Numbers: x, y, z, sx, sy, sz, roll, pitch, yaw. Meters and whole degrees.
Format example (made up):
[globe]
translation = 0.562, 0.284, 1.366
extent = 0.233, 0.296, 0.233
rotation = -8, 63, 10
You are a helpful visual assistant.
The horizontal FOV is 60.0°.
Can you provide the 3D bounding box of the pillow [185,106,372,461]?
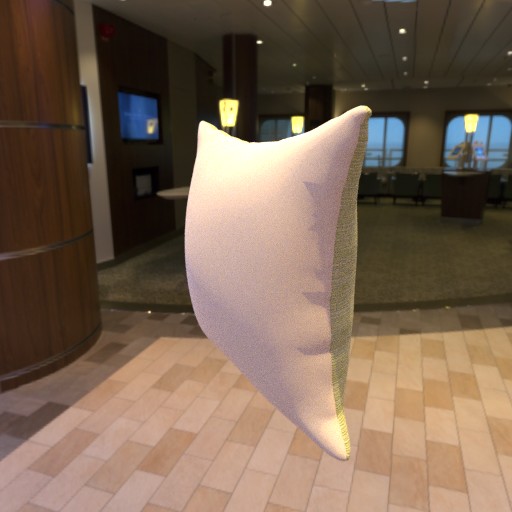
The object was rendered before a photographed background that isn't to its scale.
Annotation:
[pillow]
translation = 0.000, 0.000, 0.802
extent = 0.229, 0.487, 0.560
rotation = -7, 16, -27
